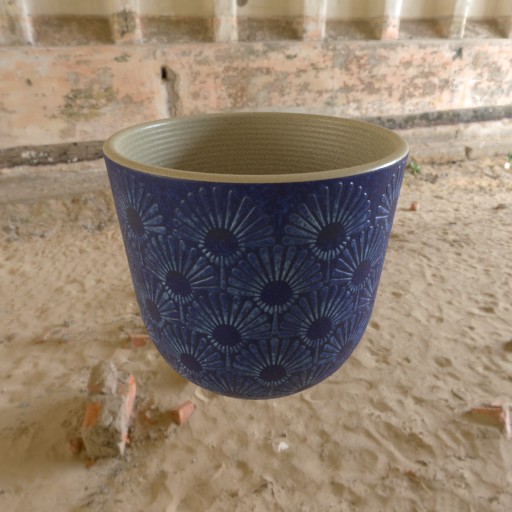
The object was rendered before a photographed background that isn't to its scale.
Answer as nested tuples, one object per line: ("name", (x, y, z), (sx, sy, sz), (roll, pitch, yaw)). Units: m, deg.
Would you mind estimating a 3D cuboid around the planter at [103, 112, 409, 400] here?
("planter", (0.000, 0.000, 0.353), (0.206, 0.190, 0.206), (0, 27, 0))
